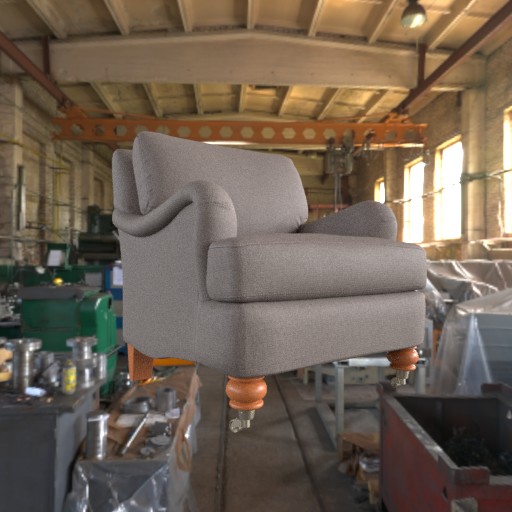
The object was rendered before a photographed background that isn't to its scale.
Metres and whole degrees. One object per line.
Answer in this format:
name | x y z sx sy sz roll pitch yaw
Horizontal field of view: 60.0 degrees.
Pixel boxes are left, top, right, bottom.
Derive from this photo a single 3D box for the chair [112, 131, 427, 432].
chair | 0.000 0.000 1.848 0.955 1.038 1.070 0 -1 -36
